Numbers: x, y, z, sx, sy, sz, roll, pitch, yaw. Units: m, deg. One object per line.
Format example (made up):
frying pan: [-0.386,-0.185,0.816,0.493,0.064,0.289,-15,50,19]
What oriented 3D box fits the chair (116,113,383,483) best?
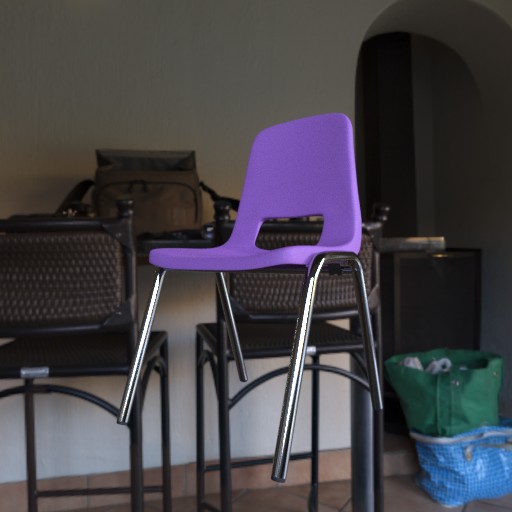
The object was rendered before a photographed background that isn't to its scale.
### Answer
chair: [0.000,0.000,0.679,0.291,0.493,0.301,0,0,37]
